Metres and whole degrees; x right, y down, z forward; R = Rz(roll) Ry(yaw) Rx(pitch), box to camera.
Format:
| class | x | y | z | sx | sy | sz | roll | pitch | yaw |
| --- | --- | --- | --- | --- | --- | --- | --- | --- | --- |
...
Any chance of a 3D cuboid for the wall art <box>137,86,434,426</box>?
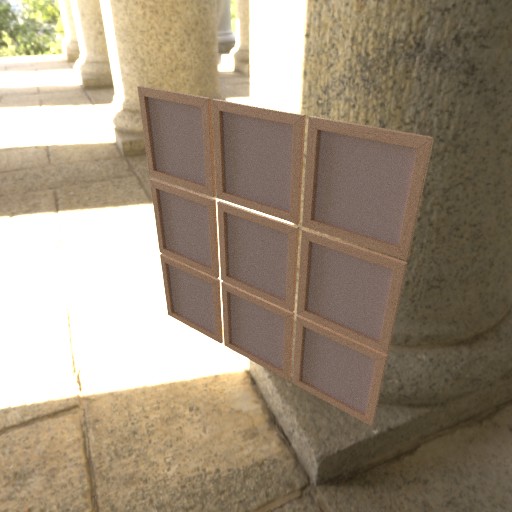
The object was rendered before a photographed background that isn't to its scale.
| class | x | y | z | sx | sy | sz | roll | pitch | yaw |
| --- | --- | --- | --- | --- | --- | --- | --- | --- | --- |
| wall art | 0.000 | 0.000 | 1.843 | 1.217 | 1.207 | 0.016 | 21 | 37 | 31 |
